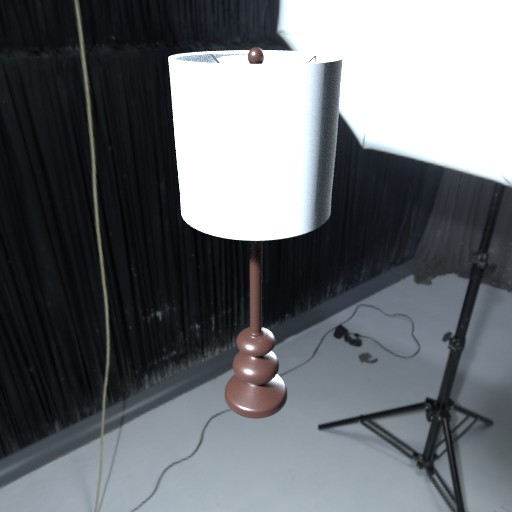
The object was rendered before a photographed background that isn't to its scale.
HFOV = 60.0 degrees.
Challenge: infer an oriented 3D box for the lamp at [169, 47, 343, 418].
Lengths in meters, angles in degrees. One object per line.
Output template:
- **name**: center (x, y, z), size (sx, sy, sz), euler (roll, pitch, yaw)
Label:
- **lamp**: center (0.000, 0.000, 0.809), size (0.254, 0.690, 0.254), euler (-20, 34, -32)
